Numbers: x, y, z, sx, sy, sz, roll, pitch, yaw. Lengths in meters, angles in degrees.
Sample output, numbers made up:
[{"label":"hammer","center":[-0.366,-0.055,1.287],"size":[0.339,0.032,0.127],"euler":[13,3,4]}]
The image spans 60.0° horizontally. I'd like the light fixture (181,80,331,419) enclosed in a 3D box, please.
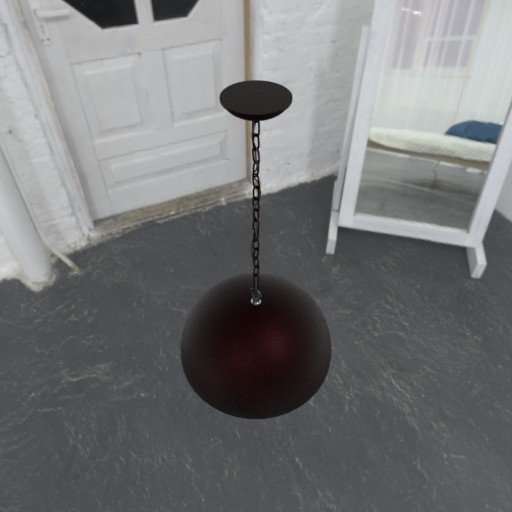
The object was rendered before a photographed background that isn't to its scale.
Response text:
[{"label":"light fixture","center":[0.000,0.000,1.151],"size":[0.492,0.869,0.492],"euler":[32,54,27]}]
